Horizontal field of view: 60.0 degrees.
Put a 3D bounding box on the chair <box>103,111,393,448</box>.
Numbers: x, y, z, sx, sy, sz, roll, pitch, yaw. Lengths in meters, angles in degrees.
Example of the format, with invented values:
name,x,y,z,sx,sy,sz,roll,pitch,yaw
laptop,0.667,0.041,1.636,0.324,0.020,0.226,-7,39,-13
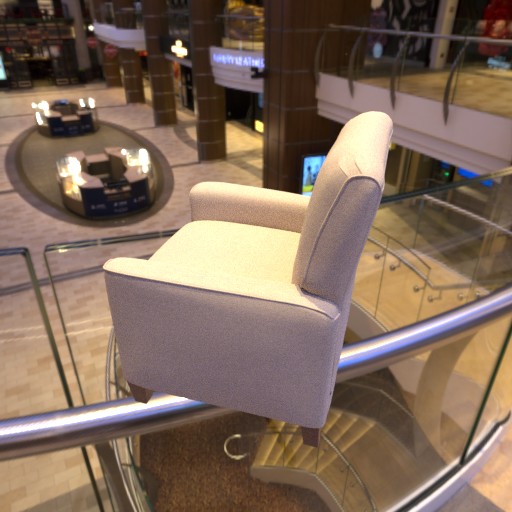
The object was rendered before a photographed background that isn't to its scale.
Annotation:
name,x,y,z,sx,sy,sz,roll,pitch,yaw
chair,0.000,0.000,1.687,0.858,1.023,0.841,9,31,14
